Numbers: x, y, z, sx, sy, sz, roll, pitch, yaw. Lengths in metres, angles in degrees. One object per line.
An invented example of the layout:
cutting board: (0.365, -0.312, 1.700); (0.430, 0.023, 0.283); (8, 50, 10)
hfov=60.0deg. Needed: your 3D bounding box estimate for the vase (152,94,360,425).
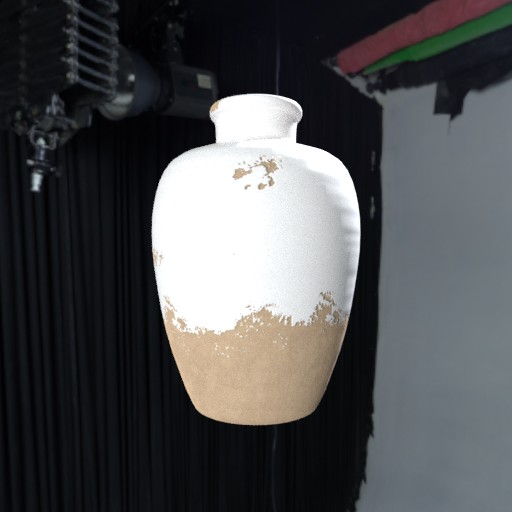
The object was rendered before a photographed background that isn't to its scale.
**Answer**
vase: (0.000, 0.000, 0.345); (0.158, 0.228, 0.158); (0, 1, 0)
